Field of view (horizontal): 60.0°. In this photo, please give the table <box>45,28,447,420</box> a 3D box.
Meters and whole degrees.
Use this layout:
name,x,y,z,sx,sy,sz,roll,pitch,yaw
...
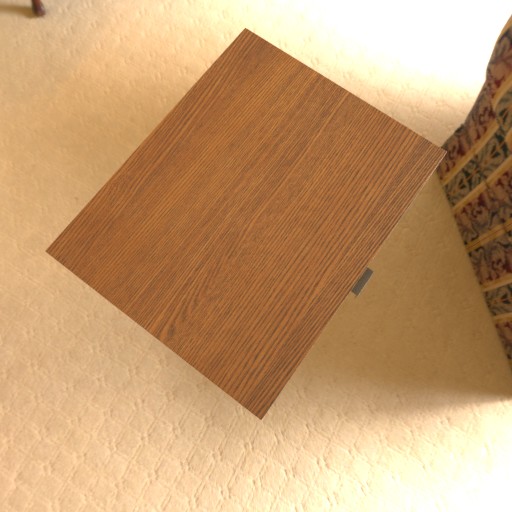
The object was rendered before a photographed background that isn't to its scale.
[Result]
name,x,y,z,sx,sy,sz,roll,pitch,yaw
table,0.000,0.000,0.951,0.400,0.610,0.482,35,78,9
